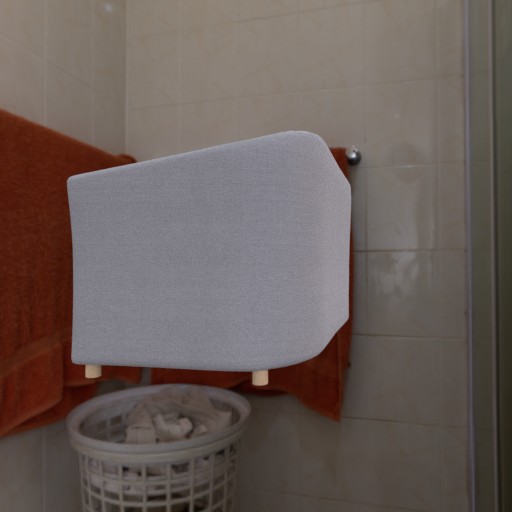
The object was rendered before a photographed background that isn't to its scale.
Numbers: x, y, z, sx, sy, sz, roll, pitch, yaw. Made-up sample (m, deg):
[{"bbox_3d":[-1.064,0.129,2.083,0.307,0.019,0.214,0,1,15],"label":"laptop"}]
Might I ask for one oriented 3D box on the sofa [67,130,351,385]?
[{"bbox_3d":[0.000,0.000,1.853,0.705,0.721,1.452,0,-1,17],"label":"sofa"}]
